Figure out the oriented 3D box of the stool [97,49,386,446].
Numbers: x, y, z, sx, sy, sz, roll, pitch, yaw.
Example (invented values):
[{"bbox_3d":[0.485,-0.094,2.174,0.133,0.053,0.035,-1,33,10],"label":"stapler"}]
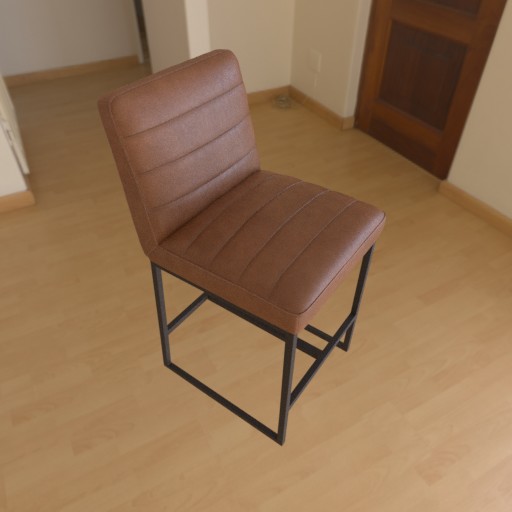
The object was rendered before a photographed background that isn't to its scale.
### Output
[{"bbox_3d":[0.000,0.000,1.251,0.556,0.940,0.458,26,48,26],"label":"stool"}]
